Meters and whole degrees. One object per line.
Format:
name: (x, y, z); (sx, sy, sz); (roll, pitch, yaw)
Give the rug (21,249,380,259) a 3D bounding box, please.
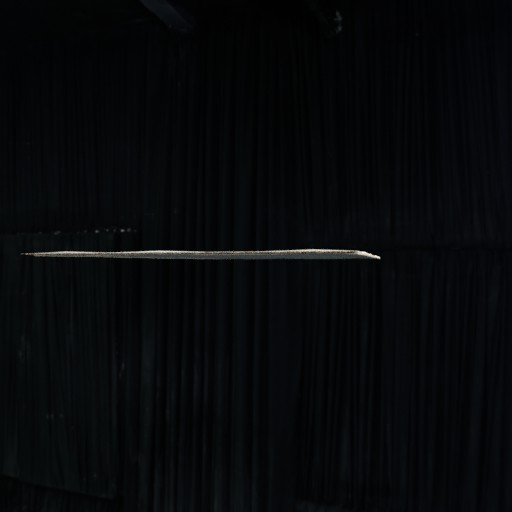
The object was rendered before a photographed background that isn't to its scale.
rug: (0.000, 0.000, 2.976); (1.529, 0.027, 2.434); (0, -1, 18)
